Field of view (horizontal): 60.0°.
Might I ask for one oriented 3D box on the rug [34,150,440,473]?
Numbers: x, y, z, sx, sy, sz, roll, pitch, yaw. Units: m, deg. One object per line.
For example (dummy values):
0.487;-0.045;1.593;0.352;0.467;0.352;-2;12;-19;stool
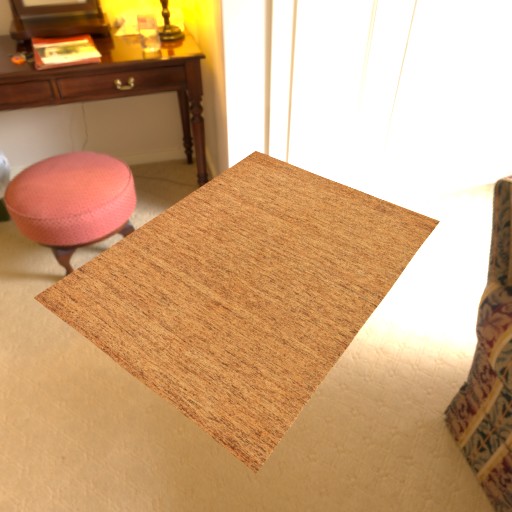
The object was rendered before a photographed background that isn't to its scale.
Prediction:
0.000;0.000;4.261;2.438;0.012;3.200;27;49;26;rug
